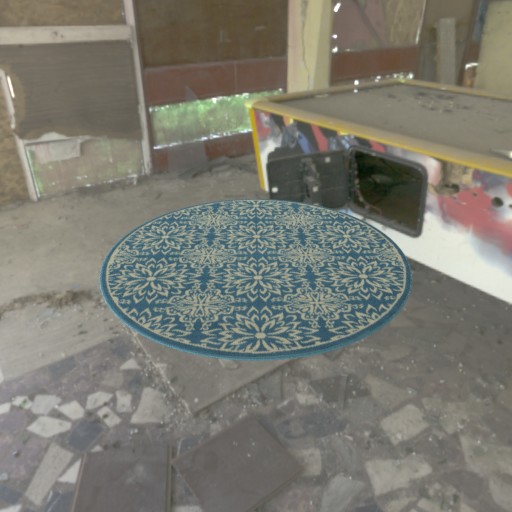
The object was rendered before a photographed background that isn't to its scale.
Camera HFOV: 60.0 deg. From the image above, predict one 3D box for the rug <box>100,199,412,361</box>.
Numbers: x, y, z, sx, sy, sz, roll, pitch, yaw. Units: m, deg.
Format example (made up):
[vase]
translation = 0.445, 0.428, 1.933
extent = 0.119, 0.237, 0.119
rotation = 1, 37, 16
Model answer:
[rug]
translation = 0.000, 0.000, 2.361
extent = 1.593, 0.012, 1.593
rotation = 0, 29, 0
